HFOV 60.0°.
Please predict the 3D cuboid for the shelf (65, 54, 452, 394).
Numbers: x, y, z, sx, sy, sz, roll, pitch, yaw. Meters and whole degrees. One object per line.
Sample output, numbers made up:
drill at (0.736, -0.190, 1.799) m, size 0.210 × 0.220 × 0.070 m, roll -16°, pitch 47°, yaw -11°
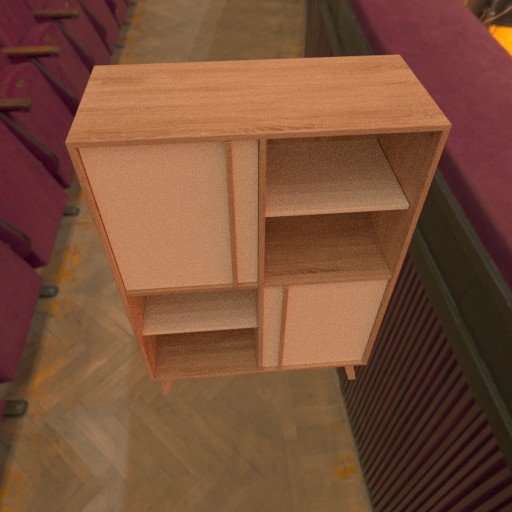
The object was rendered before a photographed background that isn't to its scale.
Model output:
shelf at (0.000, 0.000, 1.798) m, size 1.000 × 1.390 × 0.450 m, roll -4°, pitch 47°, yaw -3°
